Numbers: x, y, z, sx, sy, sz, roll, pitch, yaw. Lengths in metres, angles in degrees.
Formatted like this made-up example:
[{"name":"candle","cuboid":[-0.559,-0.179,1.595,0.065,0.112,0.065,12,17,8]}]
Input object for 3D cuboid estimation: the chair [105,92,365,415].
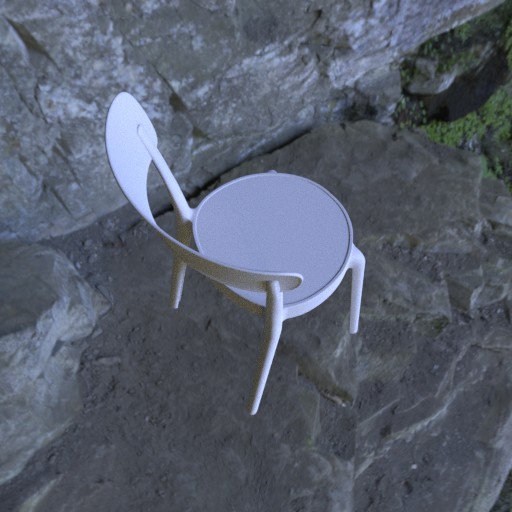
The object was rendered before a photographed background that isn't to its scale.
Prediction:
[{"name":"chair","cuboid":[0.000,0.000,1.099,0.491,0.790,0.506,-33,63,-19]}]
